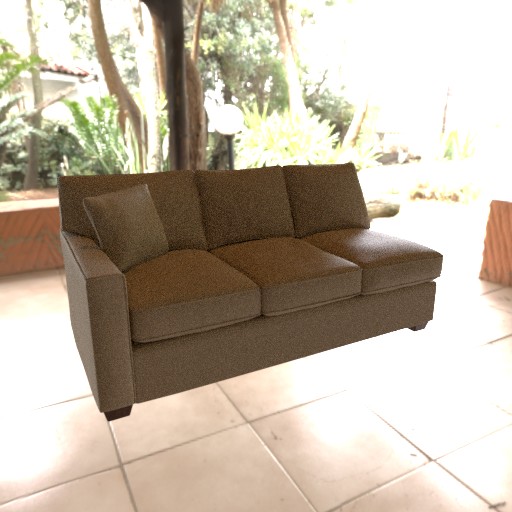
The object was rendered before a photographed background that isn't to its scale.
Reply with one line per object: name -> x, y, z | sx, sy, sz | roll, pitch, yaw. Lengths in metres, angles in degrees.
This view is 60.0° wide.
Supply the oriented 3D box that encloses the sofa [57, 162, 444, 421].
sofa -> 0.000, 0.000, 2.525 | 1.962, 0.946, 1.034 | -8, 18, -27
